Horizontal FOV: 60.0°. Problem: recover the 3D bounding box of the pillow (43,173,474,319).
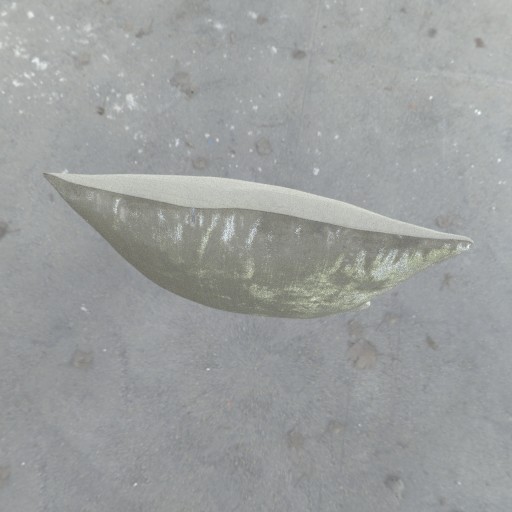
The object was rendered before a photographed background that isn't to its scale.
[{"bbox_3d":[0.000,0.000,0.693,0.470,0.464,0.175,10,76,3],"label":"pillow"}]
